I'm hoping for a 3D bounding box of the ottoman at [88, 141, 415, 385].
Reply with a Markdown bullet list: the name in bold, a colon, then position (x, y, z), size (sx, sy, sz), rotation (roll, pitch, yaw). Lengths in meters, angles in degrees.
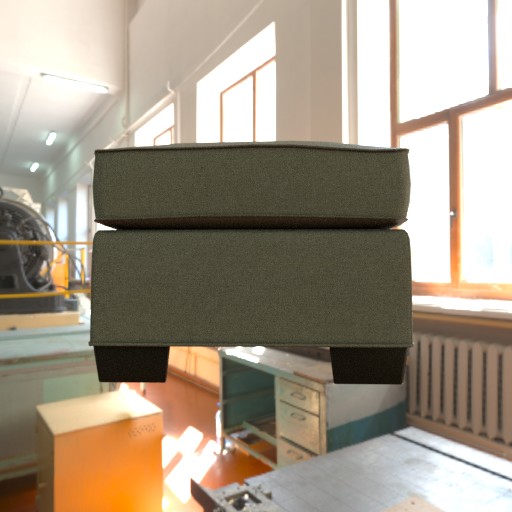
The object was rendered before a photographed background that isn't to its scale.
- **ottoman**: position (0.000, 0.000, 1.243), size (0.619, 0.504, 0.843), rotation (0, -2, 2)
